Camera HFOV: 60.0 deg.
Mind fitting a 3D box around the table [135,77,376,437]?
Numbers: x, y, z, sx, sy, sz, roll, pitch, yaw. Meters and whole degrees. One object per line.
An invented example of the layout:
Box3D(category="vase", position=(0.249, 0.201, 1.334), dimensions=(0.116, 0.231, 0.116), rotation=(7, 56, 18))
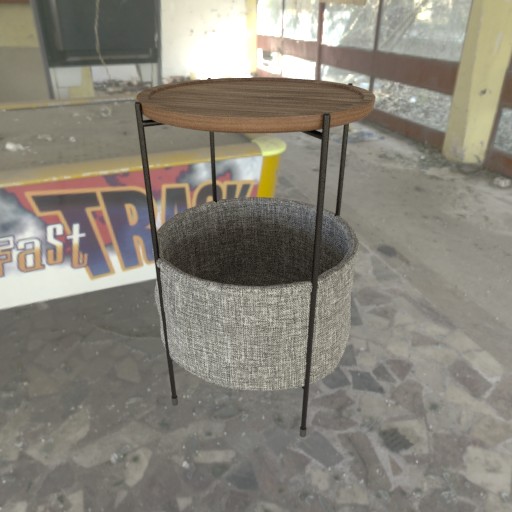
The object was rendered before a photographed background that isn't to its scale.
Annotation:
Box3D(category="table", position=(0.000, 0.000, 0.886), dimensions=(0.400, 0.623, 0.400), rotation=(8, 30, 15))
